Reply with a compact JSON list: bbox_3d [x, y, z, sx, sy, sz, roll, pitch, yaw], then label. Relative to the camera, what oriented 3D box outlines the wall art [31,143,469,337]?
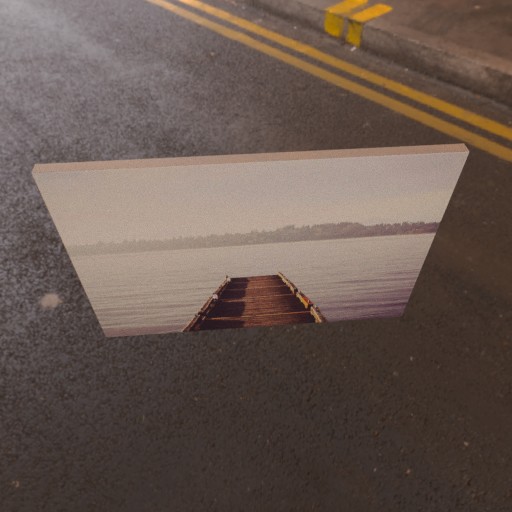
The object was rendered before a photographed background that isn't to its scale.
[{"bbox_3d":[0.000,0.000,0.777,0.615,0.410,0.021,-4,47,-3],"label":"wall art"}]
